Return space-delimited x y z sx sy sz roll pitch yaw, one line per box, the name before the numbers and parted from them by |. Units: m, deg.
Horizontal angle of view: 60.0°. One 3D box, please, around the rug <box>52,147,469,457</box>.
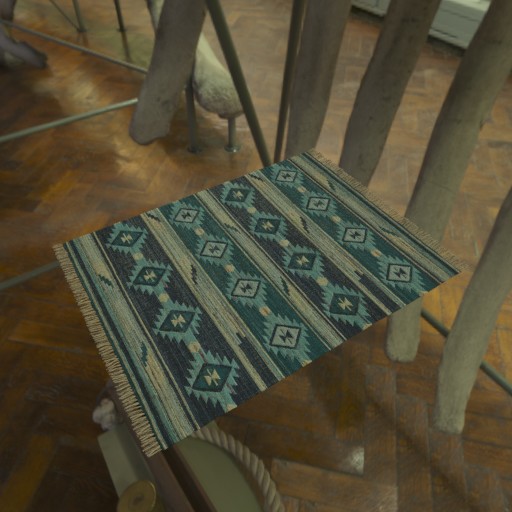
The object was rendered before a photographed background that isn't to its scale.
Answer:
rug | 0.000 0.000 4.306 3.307 0.047 2.418 -25 51 -22
